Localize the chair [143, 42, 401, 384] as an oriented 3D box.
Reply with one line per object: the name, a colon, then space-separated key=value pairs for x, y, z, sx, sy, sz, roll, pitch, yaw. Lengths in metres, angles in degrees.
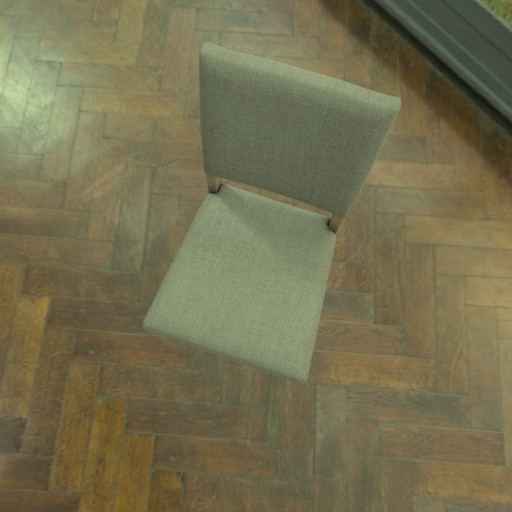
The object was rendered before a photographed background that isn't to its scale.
chair: x=0.000 y=0.000 z=1.328 sx=0.508 sy=0.986 sz=0.622 roll=18 pitch=77 yaw=4
